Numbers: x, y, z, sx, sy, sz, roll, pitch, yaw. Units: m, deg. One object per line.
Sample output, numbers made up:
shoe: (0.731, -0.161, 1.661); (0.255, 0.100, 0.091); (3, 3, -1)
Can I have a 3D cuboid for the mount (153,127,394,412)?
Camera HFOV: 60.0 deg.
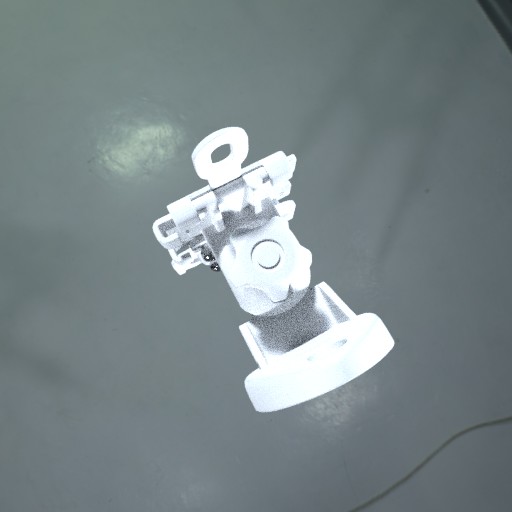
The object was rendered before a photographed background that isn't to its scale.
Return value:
mount: (0.000, 0.000, 0.171); (0.066, 0.118, 0.100); (-27, 78, -6)
